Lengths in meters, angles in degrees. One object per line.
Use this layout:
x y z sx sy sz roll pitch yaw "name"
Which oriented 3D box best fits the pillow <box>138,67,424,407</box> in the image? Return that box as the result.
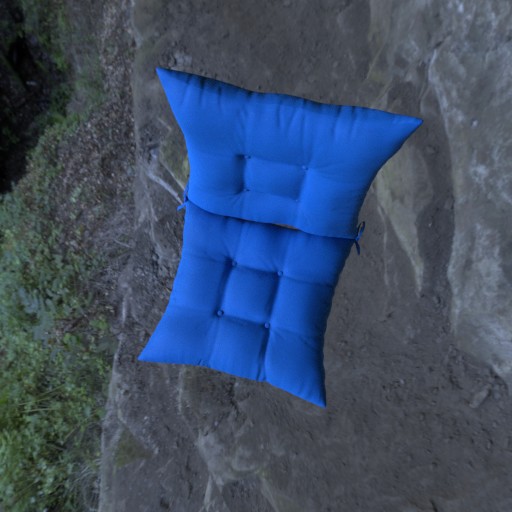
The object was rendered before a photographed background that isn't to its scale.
0.000 0.000 1.008 0.541 0.536 0.585 13 75 3 "pillow"
